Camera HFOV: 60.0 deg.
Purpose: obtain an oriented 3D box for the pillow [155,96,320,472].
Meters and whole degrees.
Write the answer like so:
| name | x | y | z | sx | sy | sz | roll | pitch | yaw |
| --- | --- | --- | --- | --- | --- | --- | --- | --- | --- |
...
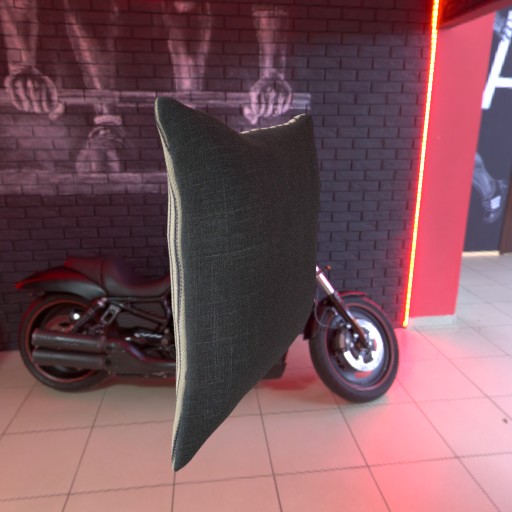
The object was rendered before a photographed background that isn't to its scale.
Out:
| name | x | y | z | sx | sy | sz | roll | pitch | yaw |
| --- | --- | --- | --- | --- | --- | --- | --- | --- | --- |
| pillow | 0.000 | 0.000 | 0.694 | 0.138 | 0.444 | 0.468 | 7 | 18 | 24 |
